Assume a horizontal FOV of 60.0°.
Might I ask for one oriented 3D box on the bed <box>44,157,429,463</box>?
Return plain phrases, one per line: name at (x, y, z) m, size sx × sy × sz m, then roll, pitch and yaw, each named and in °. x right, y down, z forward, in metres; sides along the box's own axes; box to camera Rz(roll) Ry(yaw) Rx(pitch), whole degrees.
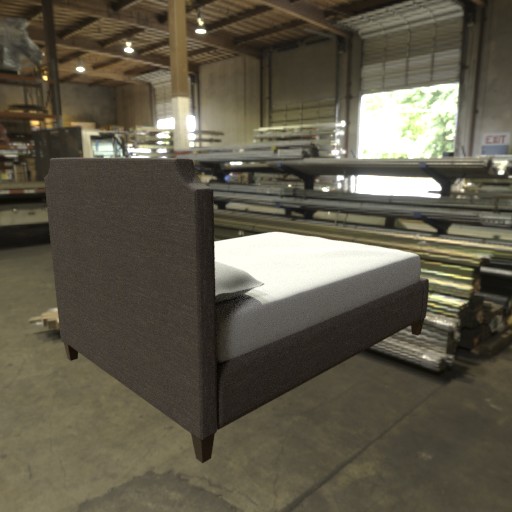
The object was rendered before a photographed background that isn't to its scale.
bed at (0.000, 0.000, 3.367) m, size 2.381 × 1.457 × 1.713 m, roll -12°, pitch 17°, yaw -43°
